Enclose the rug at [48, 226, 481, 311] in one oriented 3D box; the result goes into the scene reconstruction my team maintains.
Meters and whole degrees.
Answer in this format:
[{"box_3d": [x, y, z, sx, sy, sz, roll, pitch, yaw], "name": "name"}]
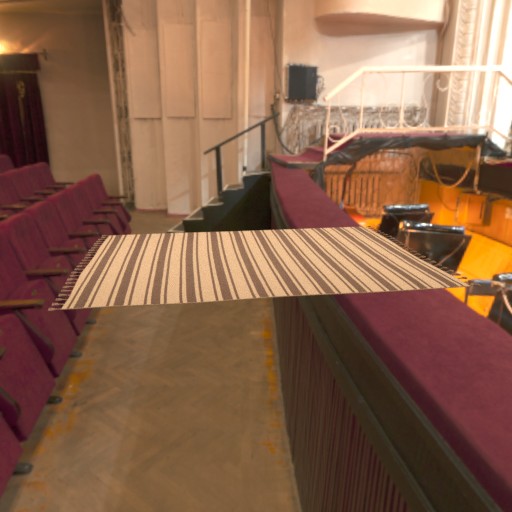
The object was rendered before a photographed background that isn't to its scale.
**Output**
[{"box_3d": [0.000, 0.000, 3.976, 3.040, 0.017, 2.030, -2, 17, -8], "name": "rug"}]
